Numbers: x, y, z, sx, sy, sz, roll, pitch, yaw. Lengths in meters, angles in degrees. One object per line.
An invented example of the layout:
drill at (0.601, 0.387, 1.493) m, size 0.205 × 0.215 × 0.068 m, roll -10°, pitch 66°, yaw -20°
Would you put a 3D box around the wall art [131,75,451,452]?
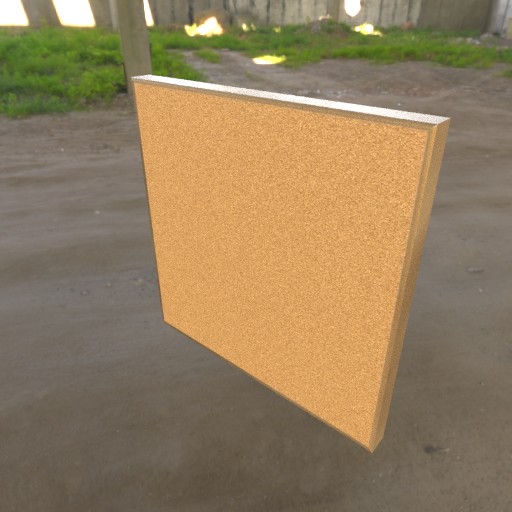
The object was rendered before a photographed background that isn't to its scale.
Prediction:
wall art at (0.000, 0.000, 0.730) m, size 0.513 × 0.511 × 0.038 m, roll 23°, pitch 37°, yaw 34°
